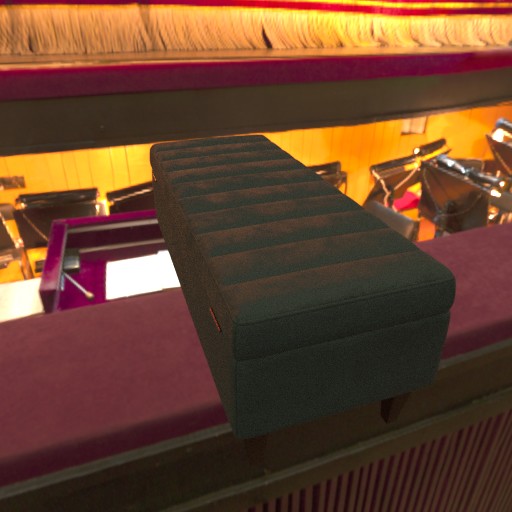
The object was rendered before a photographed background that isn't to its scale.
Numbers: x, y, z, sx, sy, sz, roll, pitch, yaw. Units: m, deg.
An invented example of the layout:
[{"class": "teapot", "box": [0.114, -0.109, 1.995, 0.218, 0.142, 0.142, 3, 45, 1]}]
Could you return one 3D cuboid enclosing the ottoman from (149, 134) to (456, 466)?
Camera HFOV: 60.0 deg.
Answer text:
[{"class": "ottoman", "box": [0.000, 0.000, 1.378, 0.482, 0.469, 1.151, -10, 31, -16]}]
